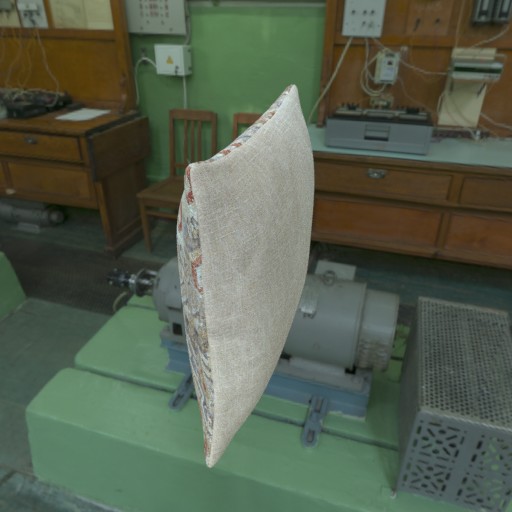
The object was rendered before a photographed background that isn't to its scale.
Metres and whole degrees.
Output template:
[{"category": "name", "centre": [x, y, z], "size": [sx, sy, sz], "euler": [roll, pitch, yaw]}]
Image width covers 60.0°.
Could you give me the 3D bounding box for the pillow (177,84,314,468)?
[{"category": "pillow", "centre": [0.000, 0.000, 0.795], "size": [0.166, 0.506, 0.523], "euler": [8, 32, 14]}]
